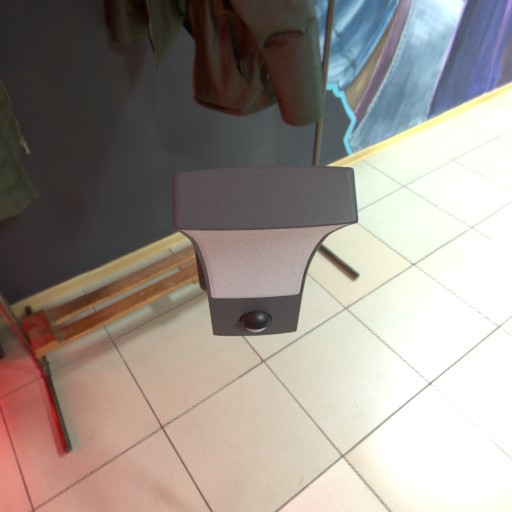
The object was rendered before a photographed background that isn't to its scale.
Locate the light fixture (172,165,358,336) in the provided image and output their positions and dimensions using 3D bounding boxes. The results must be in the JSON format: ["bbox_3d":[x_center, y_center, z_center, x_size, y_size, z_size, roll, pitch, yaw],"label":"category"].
[{"bbox_3d":[0.000,0.000,0.328,0.108,0.243,0.174,-2,45,-2],"label":"light fixture"}]
